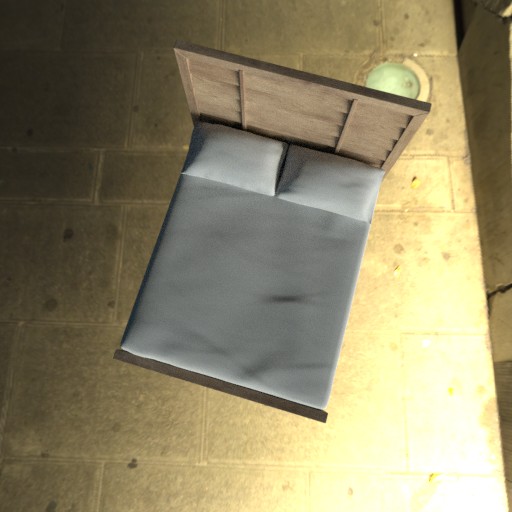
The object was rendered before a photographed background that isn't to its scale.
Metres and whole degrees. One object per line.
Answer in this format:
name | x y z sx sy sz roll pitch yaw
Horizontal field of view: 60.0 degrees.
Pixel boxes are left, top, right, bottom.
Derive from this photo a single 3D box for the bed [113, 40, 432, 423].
bed | 0.000 0.000 3.268 1.615 1.631 2.017 16 77 4
